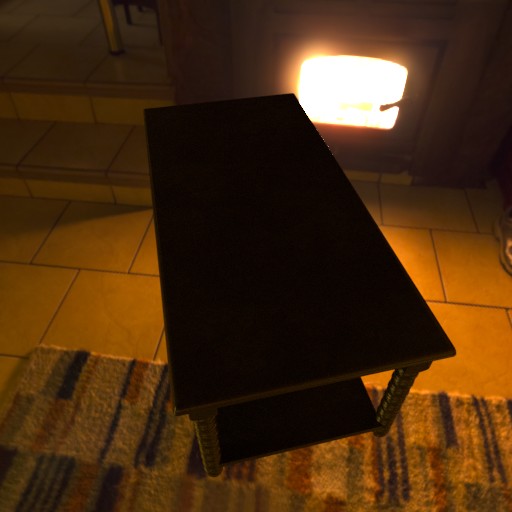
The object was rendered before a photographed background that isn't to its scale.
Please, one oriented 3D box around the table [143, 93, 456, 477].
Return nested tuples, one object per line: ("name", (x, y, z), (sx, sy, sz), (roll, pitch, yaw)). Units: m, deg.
("table", (0.000, 0.000, 1.420), (0.580, 0.487, 1.171), (-9, 46, -9))
